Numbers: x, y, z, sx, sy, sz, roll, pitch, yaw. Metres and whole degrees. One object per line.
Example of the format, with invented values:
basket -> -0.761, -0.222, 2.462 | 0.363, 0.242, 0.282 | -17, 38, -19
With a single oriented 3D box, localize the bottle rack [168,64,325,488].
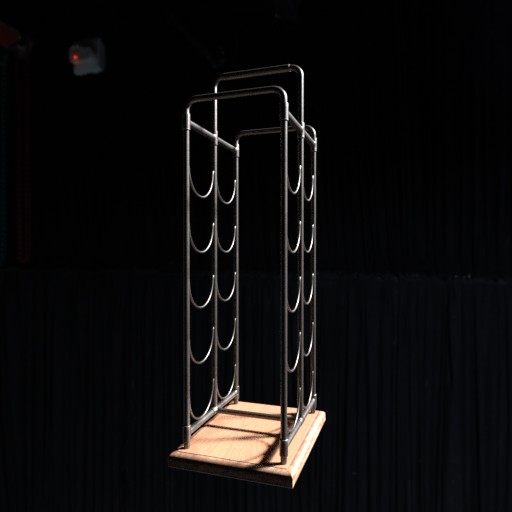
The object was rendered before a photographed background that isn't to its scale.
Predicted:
bottle rack -> 0.000, 0.000, 0.810 | 0.208, 0.680, 0.276 | 0, 1, 19
